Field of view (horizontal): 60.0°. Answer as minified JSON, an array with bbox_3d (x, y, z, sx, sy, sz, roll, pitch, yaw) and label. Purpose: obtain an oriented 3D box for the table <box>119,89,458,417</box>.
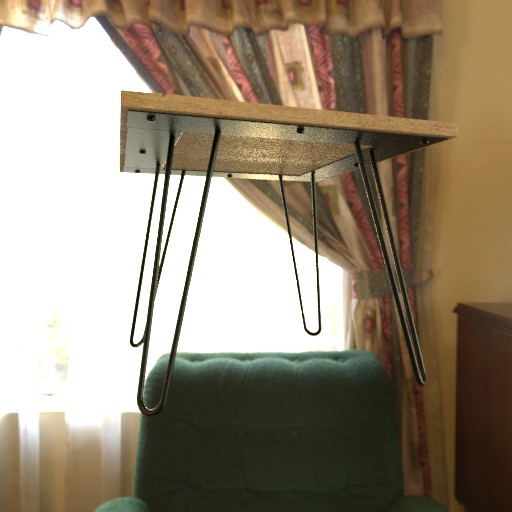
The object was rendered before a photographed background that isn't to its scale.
[{"bbox_3d":[0.000,0.000,1.022,0.599,0.500,0.599,0,1,-17],"label":"table"}]
